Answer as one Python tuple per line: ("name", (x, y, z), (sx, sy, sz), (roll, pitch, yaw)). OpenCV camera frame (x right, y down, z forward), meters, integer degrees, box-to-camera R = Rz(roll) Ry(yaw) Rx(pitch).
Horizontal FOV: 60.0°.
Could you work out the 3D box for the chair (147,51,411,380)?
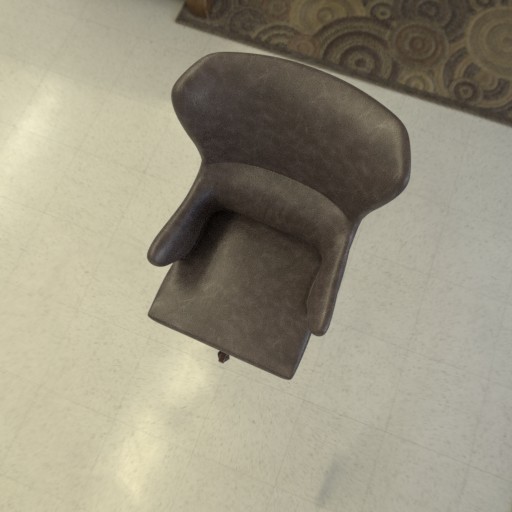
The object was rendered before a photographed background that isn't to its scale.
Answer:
("chair", (0.000, 0.000, 1.446), (0.594, 1.037, 0.717), (23, 76, 6))
